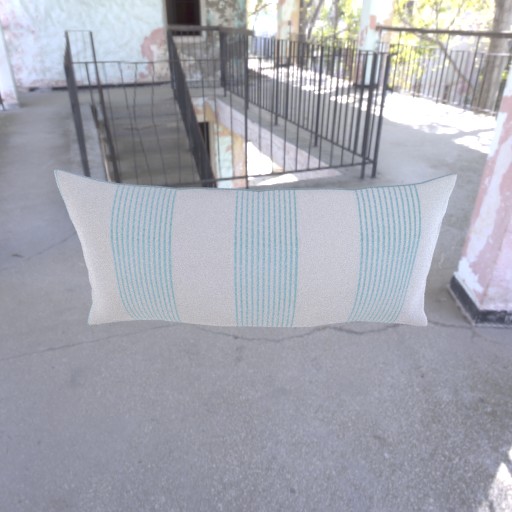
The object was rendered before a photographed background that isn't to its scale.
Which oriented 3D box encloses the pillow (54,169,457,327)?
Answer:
[{"bbox_3d":[0.000,0.000,0.729,0.610,0.287,0.151,0,29,1],"label":"pillow"}]
